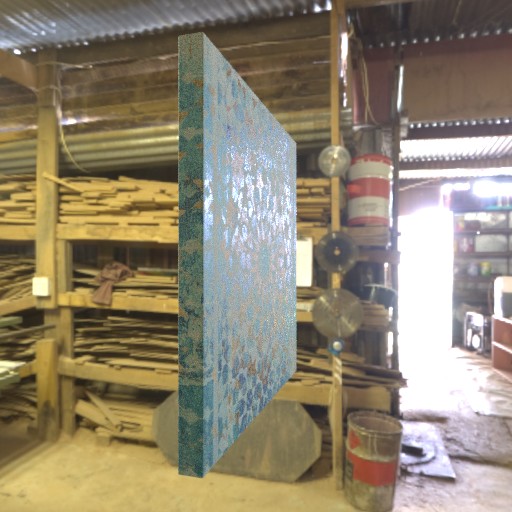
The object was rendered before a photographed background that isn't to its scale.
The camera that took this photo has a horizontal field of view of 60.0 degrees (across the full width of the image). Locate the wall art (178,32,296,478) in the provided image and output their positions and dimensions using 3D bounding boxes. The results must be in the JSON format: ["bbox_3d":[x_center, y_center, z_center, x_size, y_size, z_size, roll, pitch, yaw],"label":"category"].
[{"bbox_3d":[0.000,0.000,0.900,0.040,0.609,0.609,0,0,17],"label":"wall art"}]
